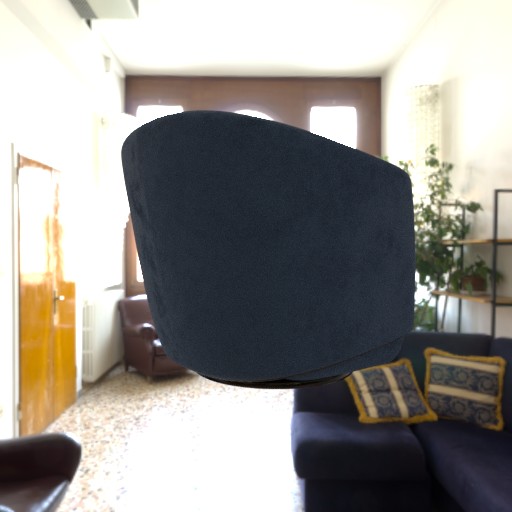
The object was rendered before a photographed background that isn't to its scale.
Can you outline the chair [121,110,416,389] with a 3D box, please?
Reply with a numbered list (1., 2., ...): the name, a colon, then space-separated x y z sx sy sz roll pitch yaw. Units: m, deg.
1. chair: 0.000 0.000 1.363 0.767 0.698 0.773 0 0 -37
